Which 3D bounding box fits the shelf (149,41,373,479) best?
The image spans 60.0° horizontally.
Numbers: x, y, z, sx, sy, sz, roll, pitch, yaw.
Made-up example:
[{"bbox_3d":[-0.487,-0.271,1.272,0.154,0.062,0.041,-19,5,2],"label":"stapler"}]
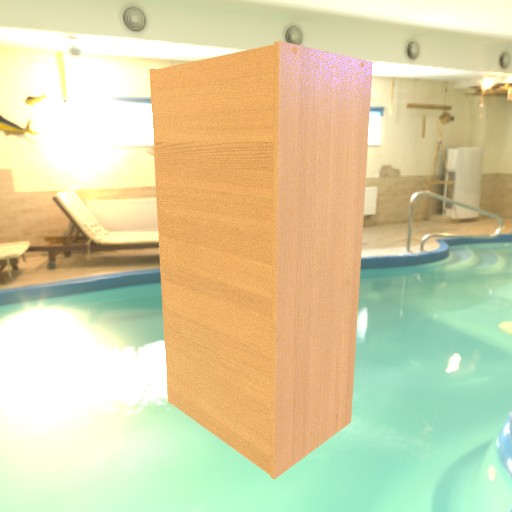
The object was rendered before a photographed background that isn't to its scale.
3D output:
[{"bbox_3d":[0.000,0.000,1.098,0.292,0.876,0.417,-14,20,-42],"label":"shelf"}]
